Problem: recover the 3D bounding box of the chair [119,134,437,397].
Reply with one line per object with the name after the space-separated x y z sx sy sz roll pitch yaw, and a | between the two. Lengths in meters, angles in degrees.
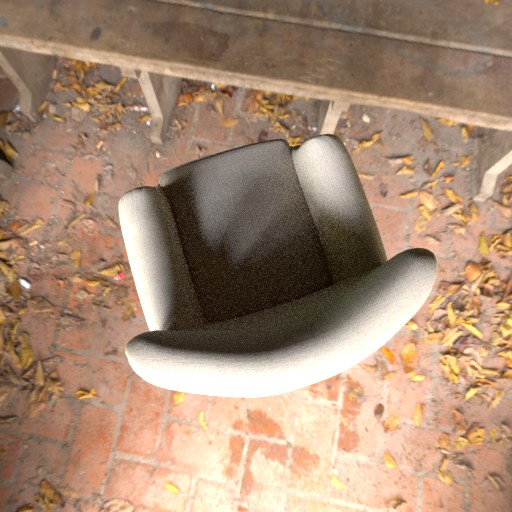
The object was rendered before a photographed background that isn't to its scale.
0.000 0.000 1.628 0.861 0.936 0.921 -17 76 -4 | chair
